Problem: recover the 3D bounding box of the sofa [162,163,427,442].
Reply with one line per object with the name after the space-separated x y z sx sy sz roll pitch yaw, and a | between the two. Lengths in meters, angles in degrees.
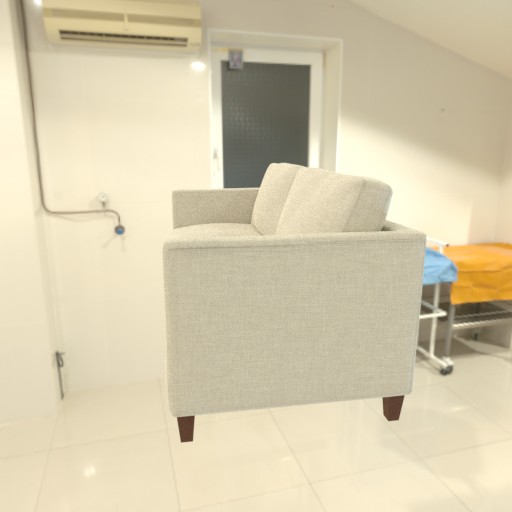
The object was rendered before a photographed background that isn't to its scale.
0.000 0.000 2.416 0.950 0.963 1.838 -2 14 -9 | sofa
